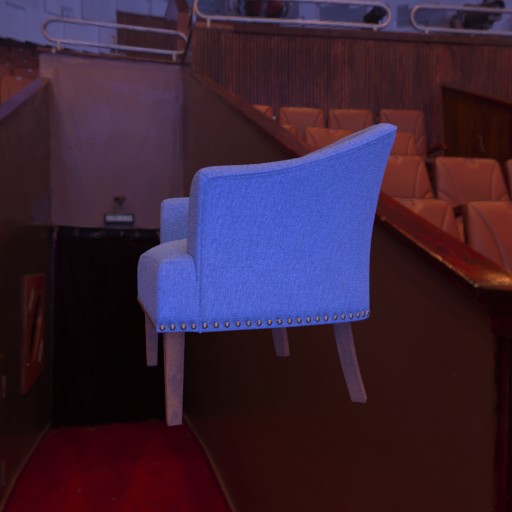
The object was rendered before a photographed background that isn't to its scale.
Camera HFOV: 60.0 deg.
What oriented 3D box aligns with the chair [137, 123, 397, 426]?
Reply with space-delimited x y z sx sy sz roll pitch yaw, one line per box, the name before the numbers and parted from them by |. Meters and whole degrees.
chair | 0.000 0.000 1.430 0.704 0.815 0.798 0 1 -18
